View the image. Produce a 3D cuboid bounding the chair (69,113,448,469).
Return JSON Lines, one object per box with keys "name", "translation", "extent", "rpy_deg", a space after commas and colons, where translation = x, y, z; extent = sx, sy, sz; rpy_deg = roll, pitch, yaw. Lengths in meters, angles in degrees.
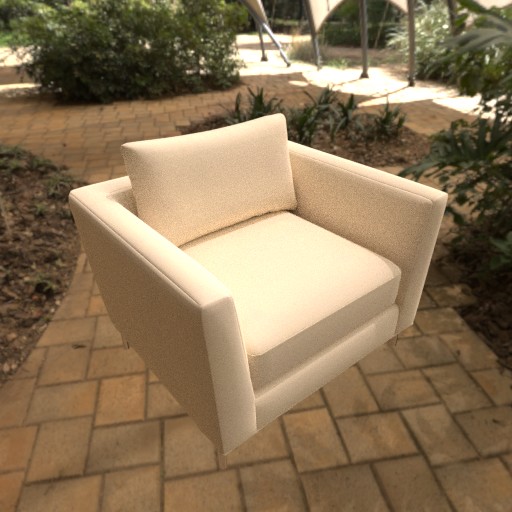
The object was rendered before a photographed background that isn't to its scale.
{"name": "chair", "translation": [0.000, 0.000, 1.678], "extent": [1.041, 0.865, 0.889], "rpy_deg": [-23, 38, -33]}
